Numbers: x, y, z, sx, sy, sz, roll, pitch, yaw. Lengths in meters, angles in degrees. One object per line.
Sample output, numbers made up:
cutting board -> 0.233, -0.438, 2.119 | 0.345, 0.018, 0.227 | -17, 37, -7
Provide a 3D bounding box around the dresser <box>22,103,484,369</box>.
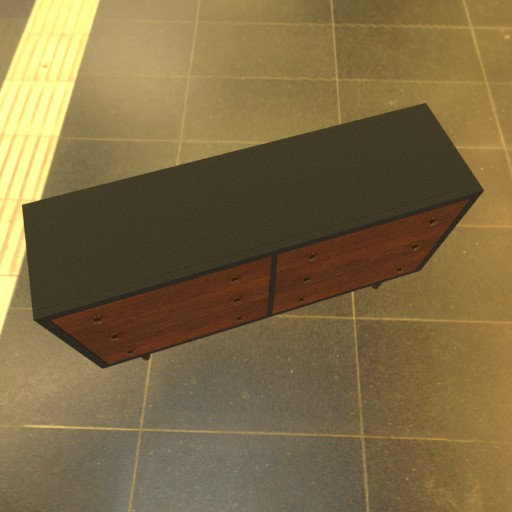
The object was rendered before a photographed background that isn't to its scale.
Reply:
dresser -> 0.000, 0.000, 1.935 | 1.558, 0.872, 0.463 | -16, 65, -8
